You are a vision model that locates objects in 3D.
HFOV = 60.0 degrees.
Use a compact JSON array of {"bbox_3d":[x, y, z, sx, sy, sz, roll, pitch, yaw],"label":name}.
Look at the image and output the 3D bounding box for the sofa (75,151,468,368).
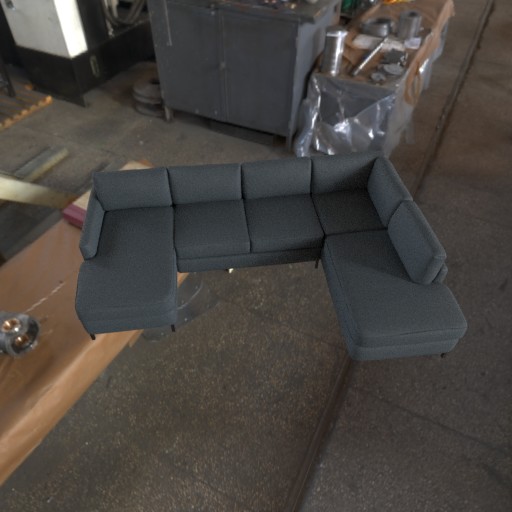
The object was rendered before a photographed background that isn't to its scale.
[{"bbox_3d":[0.000,0.000,3.850,2.975,0.858,1.984,-5,46,-5],"label":"sofa"}]
